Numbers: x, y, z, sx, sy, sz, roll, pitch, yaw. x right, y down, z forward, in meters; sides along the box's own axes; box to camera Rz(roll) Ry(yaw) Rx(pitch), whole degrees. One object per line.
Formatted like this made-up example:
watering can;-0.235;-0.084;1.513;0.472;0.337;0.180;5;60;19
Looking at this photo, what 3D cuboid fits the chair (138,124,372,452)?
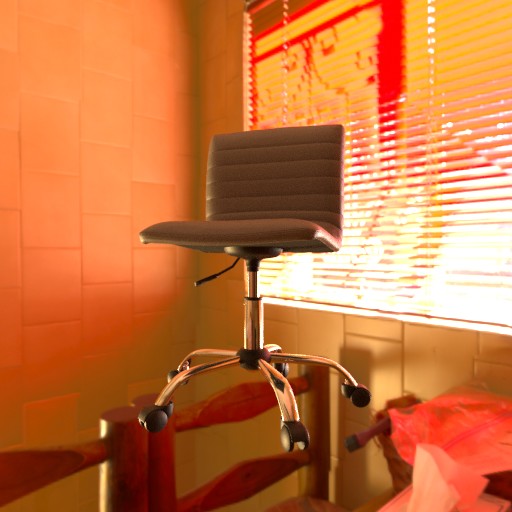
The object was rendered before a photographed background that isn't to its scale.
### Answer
chair;0.000;0.000;1.134;0.569;0.750;0.542;0;0;18
